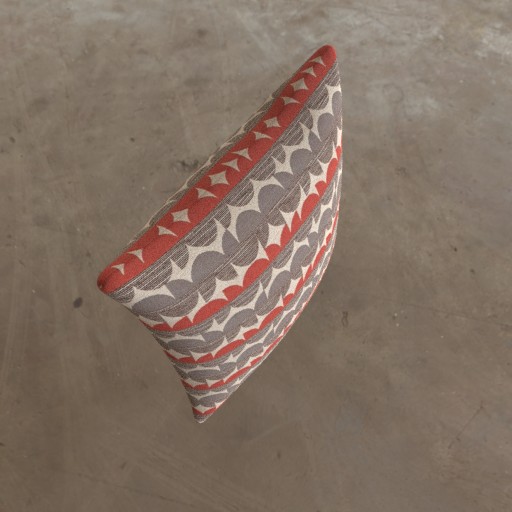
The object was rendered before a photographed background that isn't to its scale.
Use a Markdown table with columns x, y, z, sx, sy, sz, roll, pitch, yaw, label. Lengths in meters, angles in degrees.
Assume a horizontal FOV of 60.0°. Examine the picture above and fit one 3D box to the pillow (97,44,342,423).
| x | y | z | sx | sy | sz | roll | pitch | yaw | label |
| --- | --- | --- | --- | --- | --- | --- | --- | --- | --- |
| 0.000 | 0.000 | 0.632 | 0.180 | 0.410 | 0.420 | 30 | 63 | 17 | pillow |
